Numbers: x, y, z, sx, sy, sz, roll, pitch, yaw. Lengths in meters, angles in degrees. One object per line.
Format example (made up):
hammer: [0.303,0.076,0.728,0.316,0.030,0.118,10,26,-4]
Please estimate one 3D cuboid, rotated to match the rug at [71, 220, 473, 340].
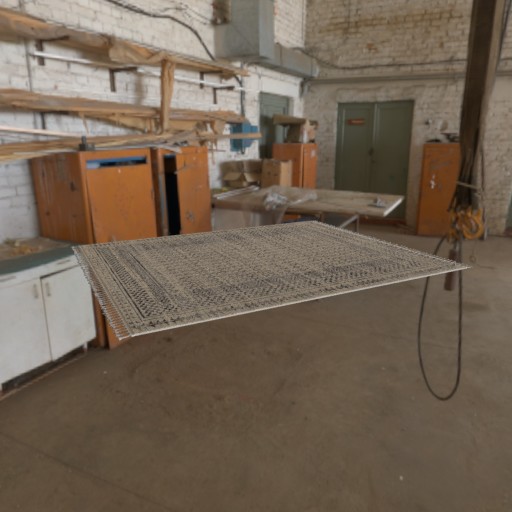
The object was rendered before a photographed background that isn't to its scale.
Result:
rug: [0.000,0.000,4.043,2.940,0.013,2.312,-8,17,-27]
